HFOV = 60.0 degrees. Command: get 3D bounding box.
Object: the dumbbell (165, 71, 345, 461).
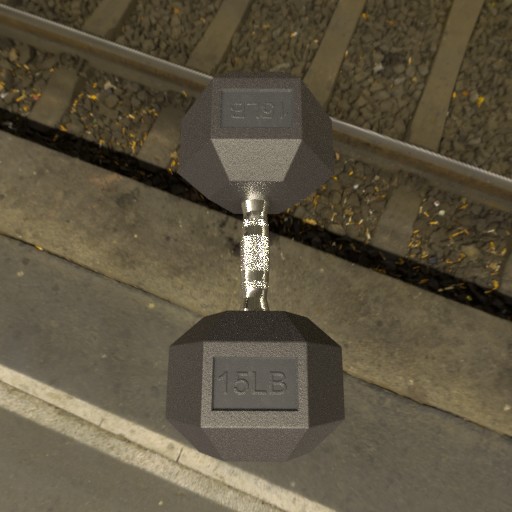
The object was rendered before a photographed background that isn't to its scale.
[{"bbox_3d":[0.000,0.000,0.331,0.122,0.106,0.271,0,75,0],"label":"dumbbell"}]
